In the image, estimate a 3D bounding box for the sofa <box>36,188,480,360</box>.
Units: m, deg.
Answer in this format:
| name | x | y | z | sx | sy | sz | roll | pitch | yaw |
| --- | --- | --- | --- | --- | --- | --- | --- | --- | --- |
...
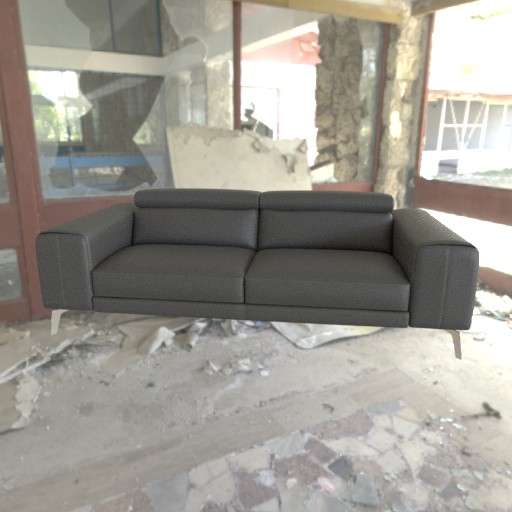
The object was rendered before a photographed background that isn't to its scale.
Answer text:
| name | x | y | z | sx | sy | sz | roll | pitch | yaw |
| --- | --- | --- | --- | --- | --- | --- | --- | --- | --- |
| sofa | 0.000 | 0.000 | 2.782 | 2.321 | 0.759 | 1.023 | 2 | 16 | 7 |
